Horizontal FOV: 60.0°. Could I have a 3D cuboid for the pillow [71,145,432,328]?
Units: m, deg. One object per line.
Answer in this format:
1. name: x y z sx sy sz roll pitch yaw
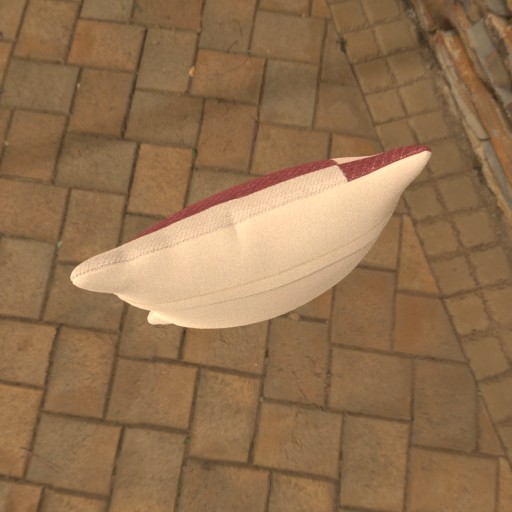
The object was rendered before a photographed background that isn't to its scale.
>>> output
1. pillow: 0.000 0.000 0.817 0.536 0.506 0.229 -20 77 -5
